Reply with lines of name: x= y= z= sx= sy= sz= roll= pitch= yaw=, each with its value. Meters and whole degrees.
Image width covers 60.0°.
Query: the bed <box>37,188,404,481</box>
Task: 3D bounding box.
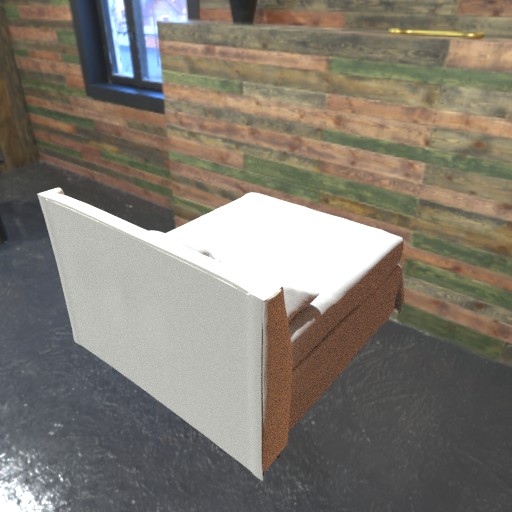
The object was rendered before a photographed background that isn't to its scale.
bed: x=0.000 y=0.000 z=3.481 sx=1.925 sy=1.332 sz=2.276 roll=22 pitch=37 yaw=33
